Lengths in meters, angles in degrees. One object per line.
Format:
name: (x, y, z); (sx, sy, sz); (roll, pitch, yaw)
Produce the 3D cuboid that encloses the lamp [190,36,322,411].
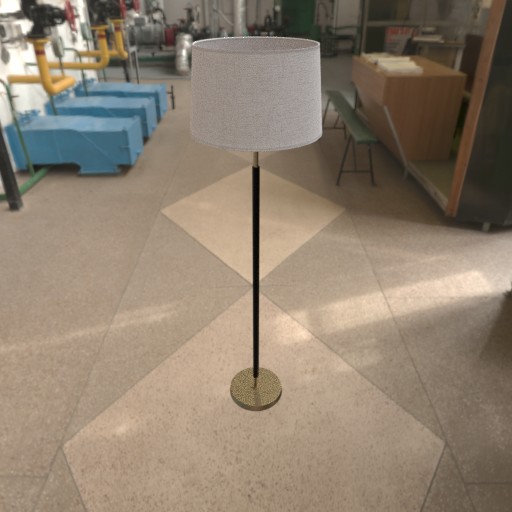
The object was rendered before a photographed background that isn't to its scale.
lamp: (0.000, 0.000, 1.661); (0.420, 1.447, 0.420); (0, 31, 0)
